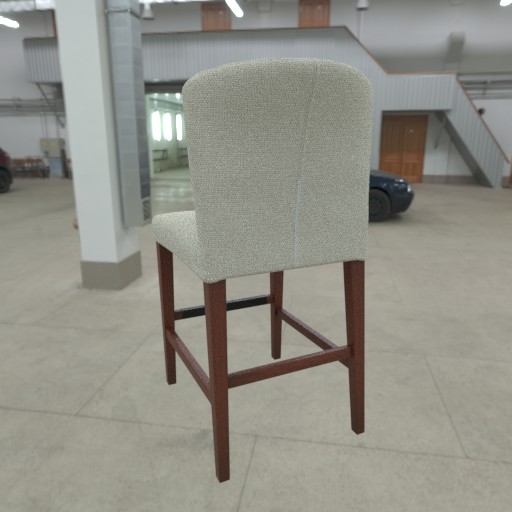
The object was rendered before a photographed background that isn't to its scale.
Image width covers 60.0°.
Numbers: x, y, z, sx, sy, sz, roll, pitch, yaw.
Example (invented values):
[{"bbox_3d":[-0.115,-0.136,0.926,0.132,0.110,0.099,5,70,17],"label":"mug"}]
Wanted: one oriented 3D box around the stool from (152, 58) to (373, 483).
[{"bbox_3d":[0.000,0.000,1.266,0.481,0.969,0.568,-7,17,-25],"label":"stool"}]
